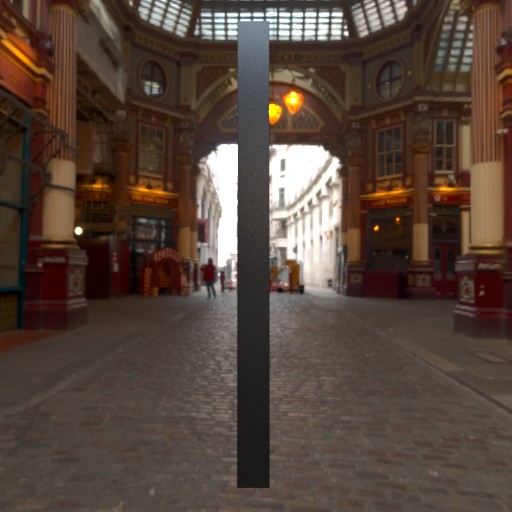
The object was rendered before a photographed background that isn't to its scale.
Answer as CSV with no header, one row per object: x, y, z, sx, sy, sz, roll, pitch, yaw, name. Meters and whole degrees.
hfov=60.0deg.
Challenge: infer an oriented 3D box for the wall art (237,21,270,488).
0.000,0.000,0.746,0.038,0.551,0.448,0,-1,1,wall art
